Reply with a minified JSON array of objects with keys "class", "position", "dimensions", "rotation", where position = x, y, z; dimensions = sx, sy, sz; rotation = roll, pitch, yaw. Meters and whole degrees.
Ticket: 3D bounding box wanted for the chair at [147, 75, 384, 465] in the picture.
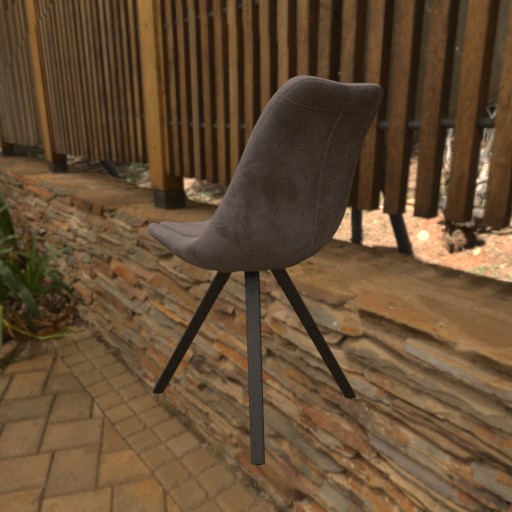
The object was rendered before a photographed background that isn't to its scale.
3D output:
[{"class":"chair","position":[0.000,0.000,1.191],"dimensions":[0.485,0.850,0.550],"rotation":[-15,22,-42]}]
